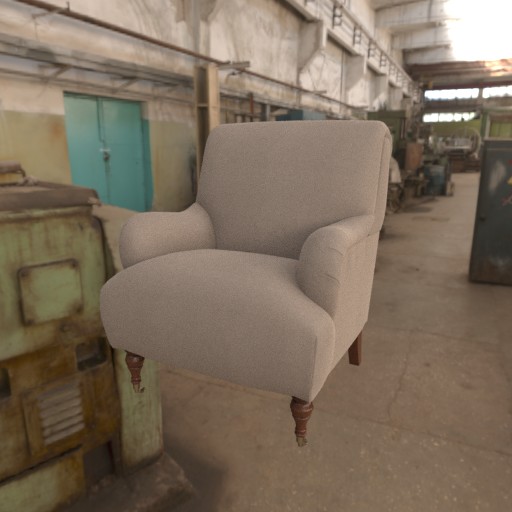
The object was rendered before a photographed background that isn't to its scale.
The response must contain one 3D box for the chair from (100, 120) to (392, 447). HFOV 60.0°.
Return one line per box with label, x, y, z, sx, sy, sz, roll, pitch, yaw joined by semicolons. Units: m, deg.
chair;0.000;0.000;1.566;0.766;0.942;0.842;7;16;27
